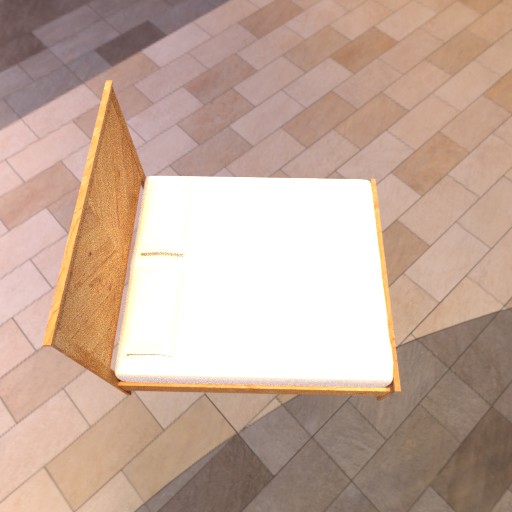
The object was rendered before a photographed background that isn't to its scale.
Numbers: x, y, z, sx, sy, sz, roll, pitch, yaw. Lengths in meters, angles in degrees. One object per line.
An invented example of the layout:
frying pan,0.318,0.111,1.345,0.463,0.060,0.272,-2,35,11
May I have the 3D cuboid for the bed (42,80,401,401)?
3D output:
bed,0.000,0.000,4.024,2.530,1.938,2.225,1,63,1
